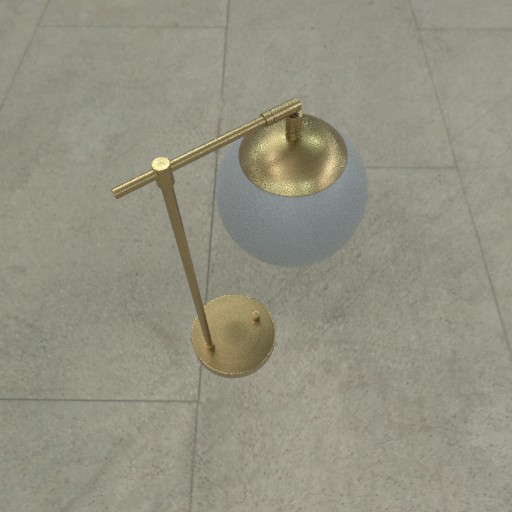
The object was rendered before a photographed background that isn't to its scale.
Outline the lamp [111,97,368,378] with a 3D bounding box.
[{"bbox_3d":[0.000,0.000,0.694,0.324,0.559,0.207,-31,64,-17],"label":"lamp"}]
